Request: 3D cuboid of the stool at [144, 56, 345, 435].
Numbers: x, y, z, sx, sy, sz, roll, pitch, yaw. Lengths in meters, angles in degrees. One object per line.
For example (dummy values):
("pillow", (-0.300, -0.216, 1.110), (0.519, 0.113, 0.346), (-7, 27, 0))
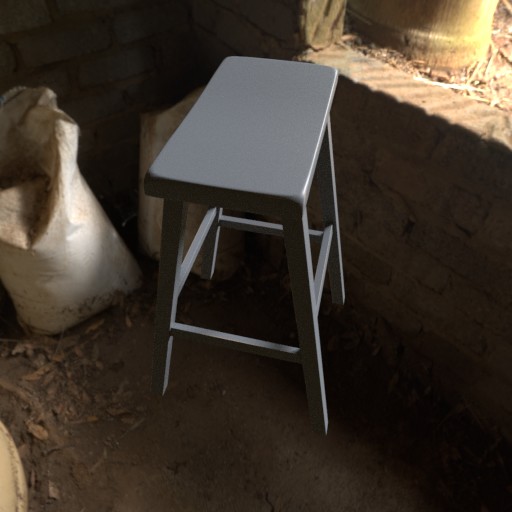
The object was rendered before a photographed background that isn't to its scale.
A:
("stool", (0.000, 0.000, 1.045), (0.476, 0.737, 0.457), (10, 47, 9))
